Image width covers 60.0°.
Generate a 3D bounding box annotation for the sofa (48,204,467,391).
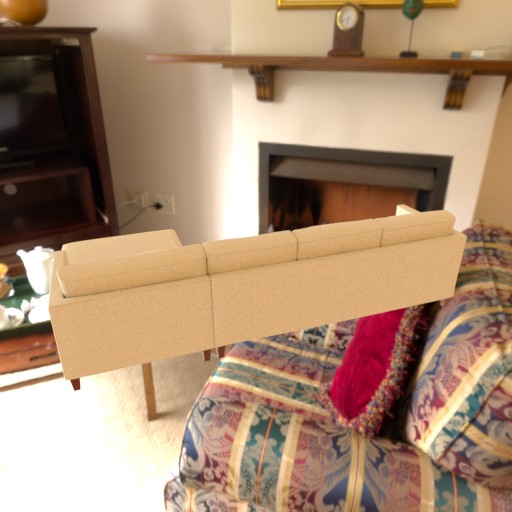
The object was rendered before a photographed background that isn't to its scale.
[{"bbox_3d":[0.000,0.000,4.182,3.471,0.954,1.599,-9,27,-18],"label":"sofa"}]
